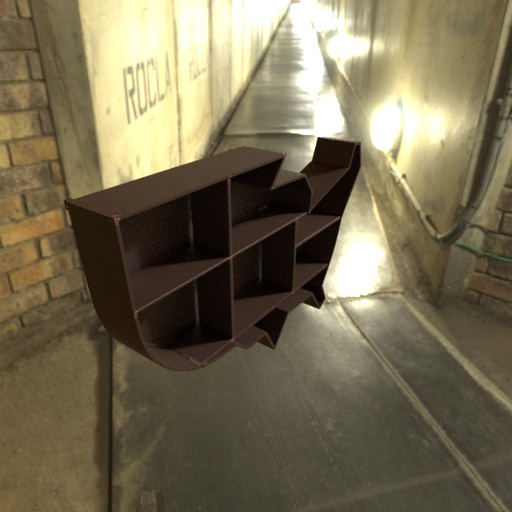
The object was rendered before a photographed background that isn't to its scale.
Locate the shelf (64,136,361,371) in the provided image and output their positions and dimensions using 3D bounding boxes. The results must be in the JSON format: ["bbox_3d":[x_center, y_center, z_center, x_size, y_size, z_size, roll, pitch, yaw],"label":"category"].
[{"bbox_3d":[0.000,0.000,0.927,0.112,0.439,0.729,19,33,32],"label":"shelf"}]
